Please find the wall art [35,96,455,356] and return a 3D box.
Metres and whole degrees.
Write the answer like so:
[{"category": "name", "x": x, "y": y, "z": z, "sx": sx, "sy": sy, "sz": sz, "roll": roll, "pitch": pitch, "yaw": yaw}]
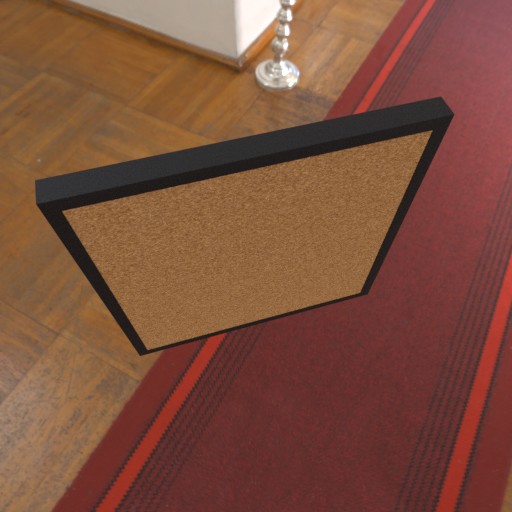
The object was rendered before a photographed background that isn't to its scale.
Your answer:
[{"category": "wall art", "x": 0.000, "y": 0.000, "z": 0.740, "sx": 0.506, "sy": 0.503, "sz": 0.036, "roll": -14, "pitch": 60, "yaw": -8}]
